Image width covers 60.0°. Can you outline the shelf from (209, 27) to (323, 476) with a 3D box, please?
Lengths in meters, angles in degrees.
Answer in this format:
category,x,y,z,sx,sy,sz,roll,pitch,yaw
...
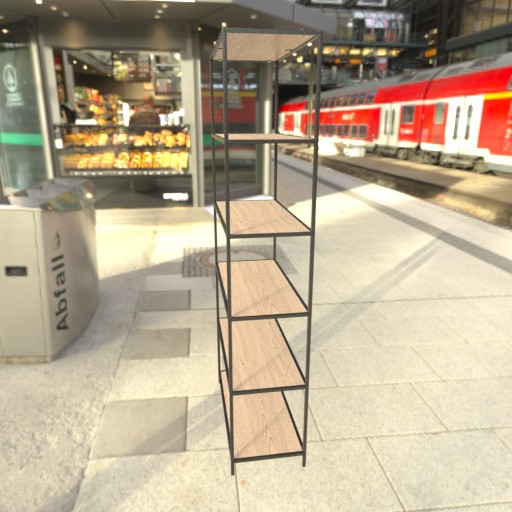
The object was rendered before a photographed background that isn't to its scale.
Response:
category,x,y,z,sx,sy,sz,roll,pitch,yaw
shelf,0.000,0.000,2.144,0.350,1.850,0.770,-3,17,-9
